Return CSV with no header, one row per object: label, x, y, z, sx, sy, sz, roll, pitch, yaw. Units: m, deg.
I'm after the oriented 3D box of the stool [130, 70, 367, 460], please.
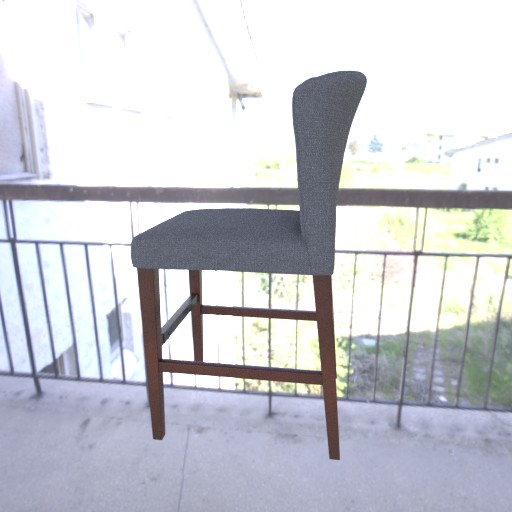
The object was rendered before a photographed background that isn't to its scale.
stool,0.000,0.000,1.282,0.568,0.968,0.479,2,15,9
